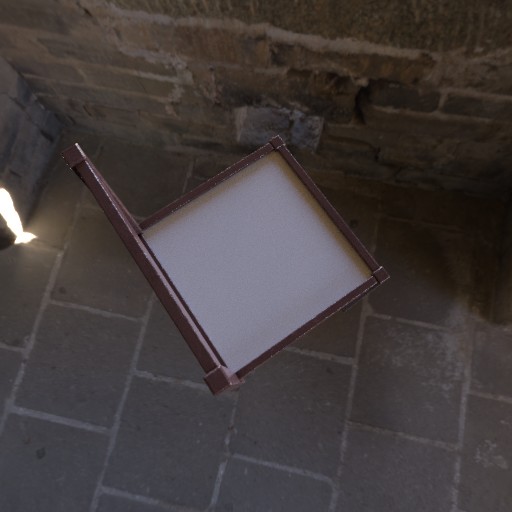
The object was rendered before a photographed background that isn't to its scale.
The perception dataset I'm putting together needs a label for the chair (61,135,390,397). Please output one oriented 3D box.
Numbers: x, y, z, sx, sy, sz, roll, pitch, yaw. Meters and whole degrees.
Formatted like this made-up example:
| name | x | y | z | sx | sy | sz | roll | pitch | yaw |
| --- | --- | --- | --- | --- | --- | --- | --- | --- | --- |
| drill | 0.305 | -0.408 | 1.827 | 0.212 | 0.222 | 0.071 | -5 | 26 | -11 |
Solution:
| name | x | y | z | sx | sy | sz | roll | pitch | yaw |
| --- | --- | --- | --- | --- | --- | --- | --- | --- | --- |
| chair | 0.000 | 0.000 | 0.675 | 0.285 | 0.505 | 0.285 | -33 | 77 | -9 |
